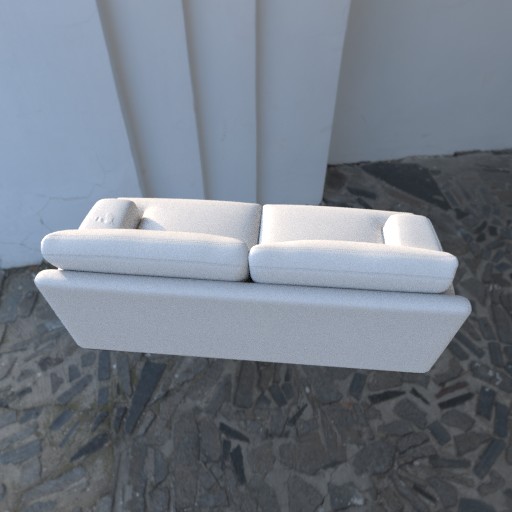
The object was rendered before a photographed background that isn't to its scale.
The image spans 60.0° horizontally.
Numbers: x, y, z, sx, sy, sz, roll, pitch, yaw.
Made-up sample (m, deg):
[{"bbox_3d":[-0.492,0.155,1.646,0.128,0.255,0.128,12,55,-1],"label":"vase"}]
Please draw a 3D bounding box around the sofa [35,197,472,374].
[{"bbox_3d":[0.000,0.000,2.775,2.261,0.940,1.143,3,46,3],"label":"sofa"}]
